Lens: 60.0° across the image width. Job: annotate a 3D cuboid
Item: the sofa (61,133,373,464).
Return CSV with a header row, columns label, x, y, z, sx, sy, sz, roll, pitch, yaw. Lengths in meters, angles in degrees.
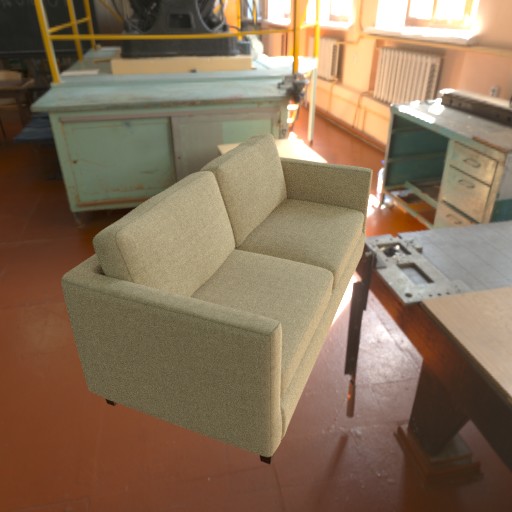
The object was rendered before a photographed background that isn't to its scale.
label,x,y,z,sx,sy,sz,roll,pitch,yaw
sofa,0.000,0.000,2.478,0.950,0.963,1.884,12,32,20
